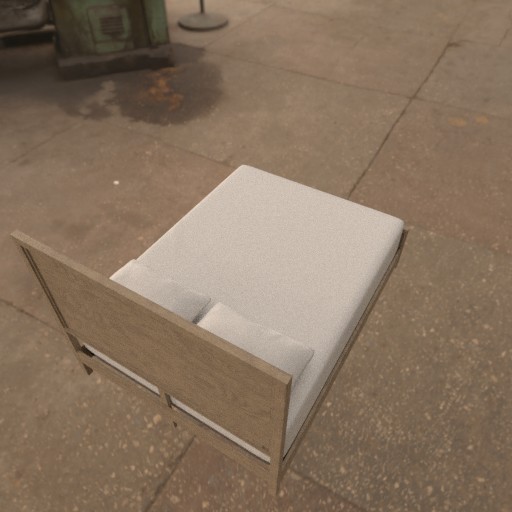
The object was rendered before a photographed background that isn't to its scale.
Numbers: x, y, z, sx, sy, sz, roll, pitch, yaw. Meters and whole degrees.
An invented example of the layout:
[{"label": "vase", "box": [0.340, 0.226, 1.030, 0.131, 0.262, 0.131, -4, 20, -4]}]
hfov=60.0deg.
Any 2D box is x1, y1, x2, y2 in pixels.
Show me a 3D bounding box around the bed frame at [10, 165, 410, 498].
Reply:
[{"label": "bed frame", "box": [0.000, 0.000, 3.108, 1.606, 1.369, 2.189, 23, 50, 21]}]
